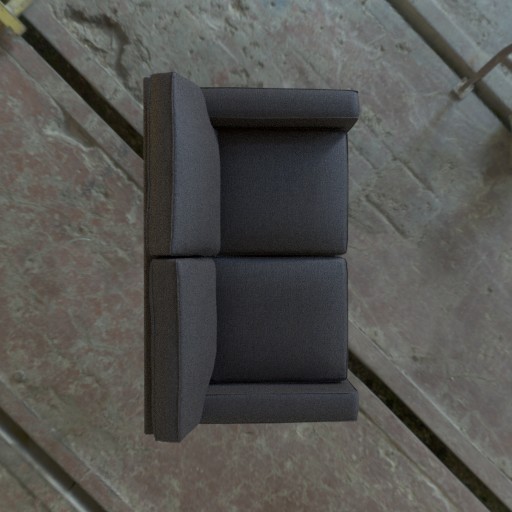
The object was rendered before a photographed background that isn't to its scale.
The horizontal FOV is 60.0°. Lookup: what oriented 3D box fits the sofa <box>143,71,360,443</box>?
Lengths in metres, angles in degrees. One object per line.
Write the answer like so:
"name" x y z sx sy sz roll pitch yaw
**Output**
"sofa" 0.000 0.000 2.143 0.974 0.887 1.534 0 91 -2
